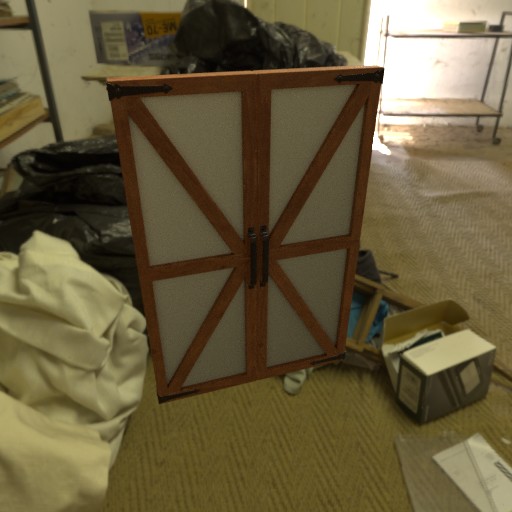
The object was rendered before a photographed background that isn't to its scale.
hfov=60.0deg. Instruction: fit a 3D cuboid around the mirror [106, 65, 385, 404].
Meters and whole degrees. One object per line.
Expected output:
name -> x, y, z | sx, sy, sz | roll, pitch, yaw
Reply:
mirror -> 0.000, 0.000, 0.986 | 0.517, 0.761, 0.053 | -9, 32, -15
